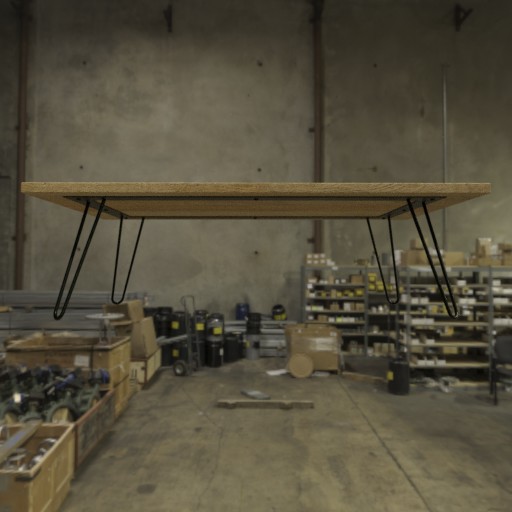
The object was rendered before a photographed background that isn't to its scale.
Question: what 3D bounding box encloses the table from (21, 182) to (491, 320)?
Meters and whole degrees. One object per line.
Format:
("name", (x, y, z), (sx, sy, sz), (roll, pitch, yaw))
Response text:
("table", (0.000, 0.000, 1.613), (1.348, 0.400, 0.699), (0, -2, 0))
